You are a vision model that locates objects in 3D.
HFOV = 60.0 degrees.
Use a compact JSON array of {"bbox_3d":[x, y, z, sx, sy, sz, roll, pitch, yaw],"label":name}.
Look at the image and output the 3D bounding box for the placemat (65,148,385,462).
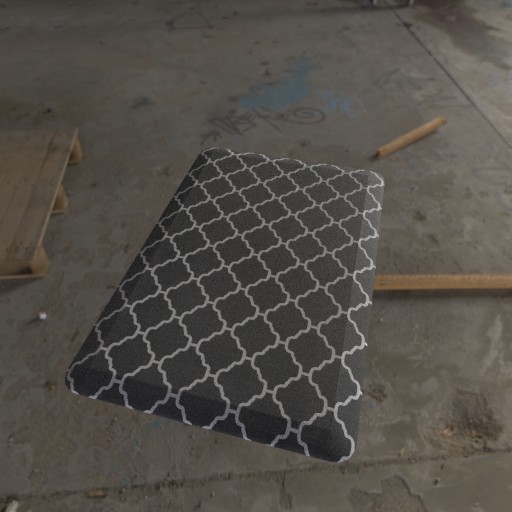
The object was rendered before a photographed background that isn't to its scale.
[{"bbox_3d":[0.000,0.000,0.961,0.508,0.021,0.762,11,48,10],"label":"placemat"}]
